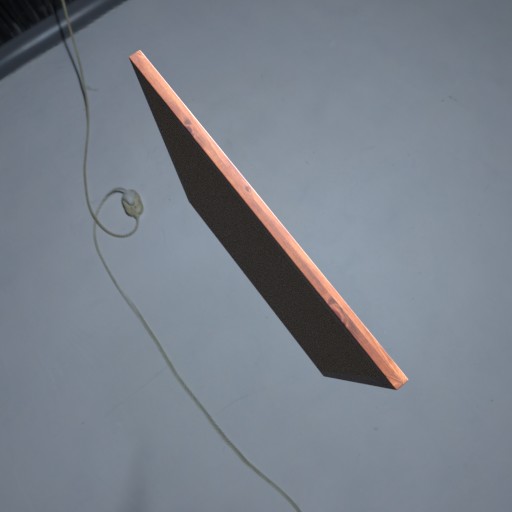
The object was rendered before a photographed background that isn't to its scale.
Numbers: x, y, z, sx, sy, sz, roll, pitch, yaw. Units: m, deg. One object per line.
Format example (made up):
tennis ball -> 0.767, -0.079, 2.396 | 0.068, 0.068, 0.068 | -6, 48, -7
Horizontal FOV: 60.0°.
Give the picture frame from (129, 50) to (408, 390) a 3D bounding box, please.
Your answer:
picture frame -> 0.000, 0.000, 1.213 | 0.029, 0.817, 0.810 | -37, 79, -8
